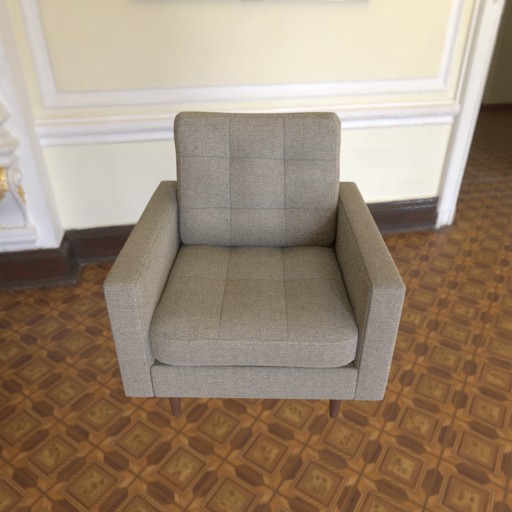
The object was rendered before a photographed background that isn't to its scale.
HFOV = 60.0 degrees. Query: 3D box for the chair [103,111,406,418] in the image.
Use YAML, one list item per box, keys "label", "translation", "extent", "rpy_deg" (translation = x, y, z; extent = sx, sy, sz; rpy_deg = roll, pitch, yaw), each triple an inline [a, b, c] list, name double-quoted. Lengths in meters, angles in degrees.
- label: "chair"
  translation: [0.000, 0.000, 1.575]
  extent: [0.821, 0.880, 0.843]
  rpy_deg: [1, 30, 1]
